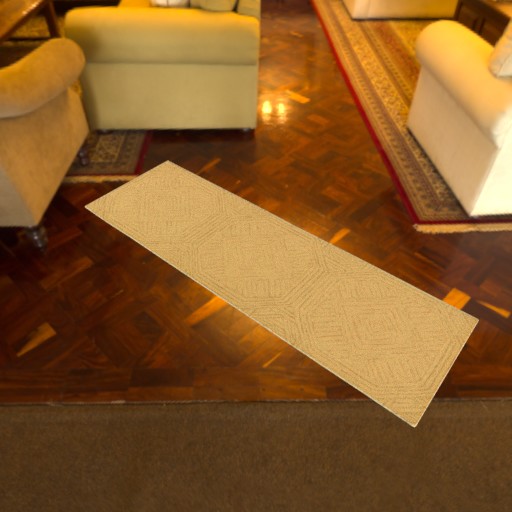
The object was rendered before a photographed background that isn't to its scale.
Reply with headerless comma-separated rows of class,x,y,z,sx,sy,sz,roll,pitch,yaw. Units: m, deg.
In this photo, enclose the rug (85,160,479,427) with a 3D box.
rug,0.000,0.000,2.715,2.452,0.012,0.775,30,51,27
